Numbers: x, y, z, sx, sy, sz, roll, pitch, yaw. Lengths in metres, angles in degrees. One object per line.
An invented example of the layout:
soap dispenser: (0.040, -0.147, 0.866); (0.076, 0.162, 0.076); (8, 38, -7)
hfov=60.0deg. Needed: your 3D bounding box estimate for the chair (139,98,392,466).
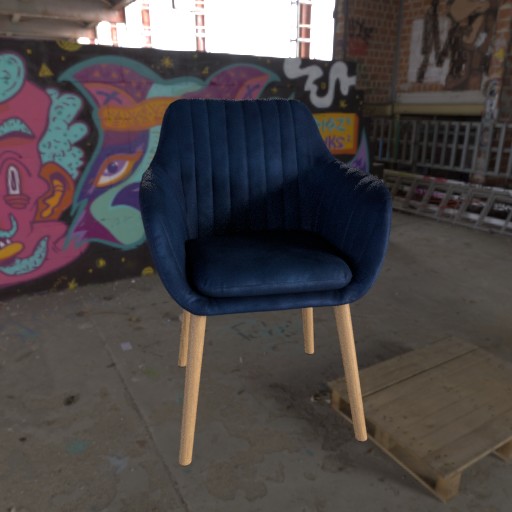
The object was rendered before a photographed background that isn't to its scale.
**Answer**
chair: (0.000, 0.000, 1.211); (0.578, 0.826, 0.573); (-3, 18, -10)
